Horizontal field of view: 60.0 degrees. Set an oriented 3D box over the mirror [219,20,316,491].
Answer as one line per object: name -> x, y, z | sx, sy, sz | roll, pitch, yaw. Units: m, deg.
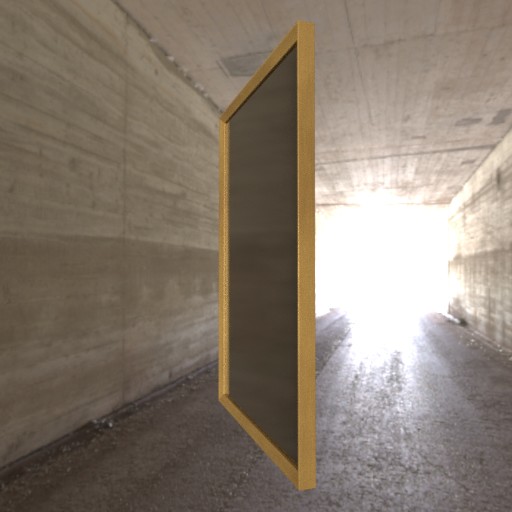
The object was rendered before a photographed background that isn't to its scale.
mirror -> 0.000, 0.000, 1.154 | 0.041, 0.915, 0.609 | 0, -1, -19
